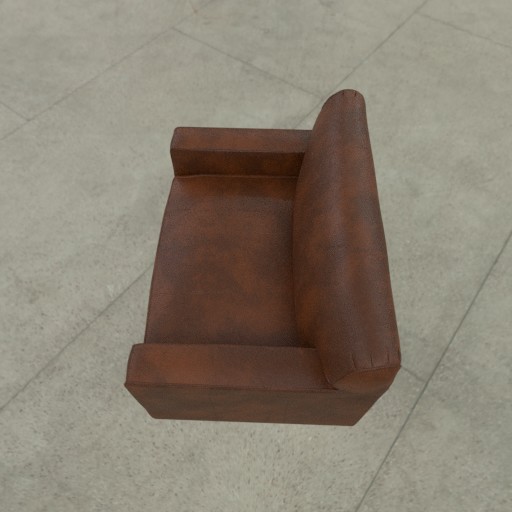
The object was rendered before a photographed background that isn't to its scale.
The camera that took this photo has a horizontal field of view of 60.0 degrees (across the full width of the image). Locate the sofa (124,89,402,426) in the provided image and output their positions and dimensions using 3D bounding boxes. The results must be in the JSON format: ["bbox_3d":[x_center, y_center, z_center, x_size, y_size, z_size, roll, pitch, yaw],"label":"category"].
[{"bbox_3d":[0.000,0.000,2.107,1.000,0.956,1.413,2,58,1],"label":"sofa"}]
